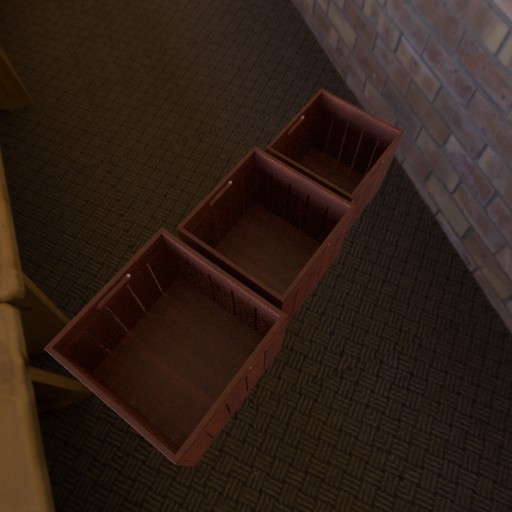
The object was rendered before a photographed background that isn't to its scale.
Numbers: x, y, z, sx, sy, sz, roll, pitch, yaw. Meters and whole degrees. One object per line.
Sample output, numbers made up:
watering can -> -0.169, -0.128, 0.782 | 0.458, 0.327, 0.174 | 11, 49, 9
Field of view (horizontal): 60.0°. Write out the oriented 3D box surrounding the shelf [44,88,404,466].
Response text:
shelf -> 0.000, 0.000, 1.271 | 0.393, 0.311, 1.064 | 34, 69, 15
